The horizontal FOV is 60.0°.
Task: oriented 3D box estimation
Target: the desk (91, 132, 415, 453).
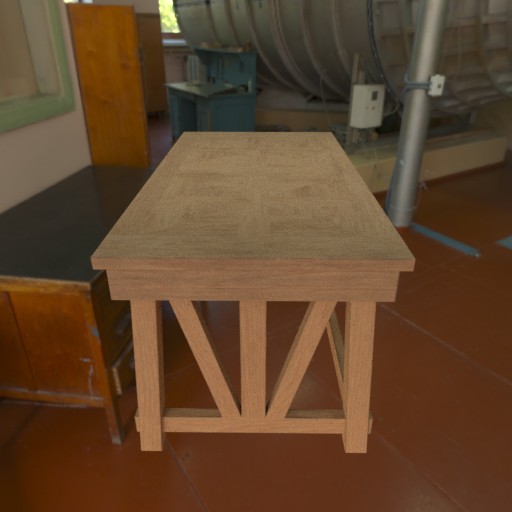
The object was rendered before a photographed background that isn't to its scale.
[{"bbox_3d":[0.000,0.000,1.948,0.813,0.762,1.499,0,27,1],"label":"desk"}]
